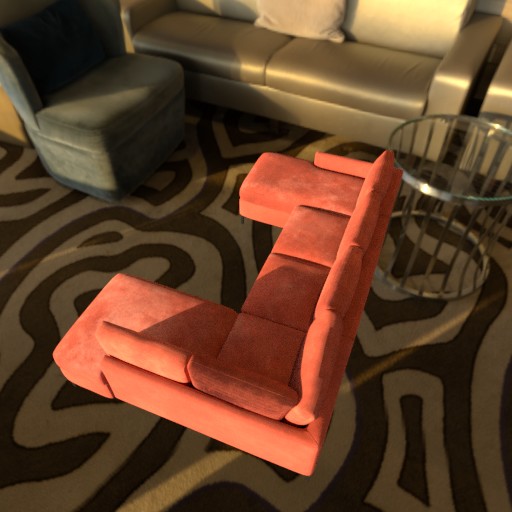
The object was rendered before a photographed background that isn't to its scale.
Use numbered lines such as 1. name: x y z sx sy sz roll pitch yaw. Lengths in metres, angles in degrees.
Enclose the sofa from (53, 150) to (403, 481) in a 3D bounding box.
1. sofa: 0.000 0.000 3.839 1.981 0.858 2.971 16 49 15
